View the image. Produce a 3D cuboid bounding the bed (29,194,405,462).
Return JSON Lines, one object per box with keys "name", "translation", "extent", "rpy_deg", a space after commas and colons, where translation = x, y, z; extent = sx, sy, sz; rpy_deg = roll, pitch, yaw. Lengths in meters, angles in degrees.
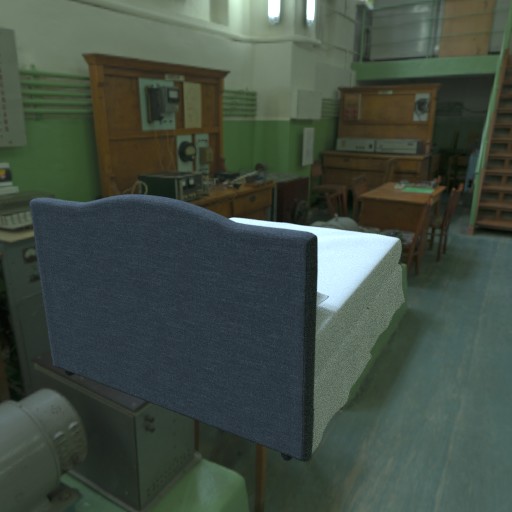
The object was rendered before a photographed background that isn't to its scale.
{"name": "bed", "translation": [0.000, 0.000, 3.845], "extent": [2.161, 1.457, 2.689], "rpy_deg": [9, 20, 27]}
